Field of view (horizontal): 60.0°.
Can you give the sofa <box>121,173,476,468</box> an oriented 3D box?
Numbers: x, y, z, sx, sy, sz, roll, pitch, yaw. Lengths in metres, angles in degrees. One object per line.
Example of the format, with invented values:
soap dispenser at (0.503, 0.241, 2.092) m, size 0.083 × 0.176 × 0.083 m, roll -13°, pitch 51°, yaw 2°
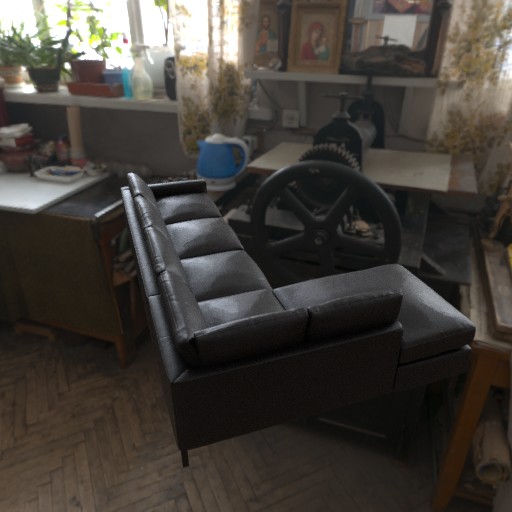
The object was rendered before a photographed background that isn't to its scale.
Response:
sofa at (0.000, 0.000, 3.755) m, size 1.938 × 0.877 × 2.984 m, roll -10°, pitch 30°, yaw -17°
